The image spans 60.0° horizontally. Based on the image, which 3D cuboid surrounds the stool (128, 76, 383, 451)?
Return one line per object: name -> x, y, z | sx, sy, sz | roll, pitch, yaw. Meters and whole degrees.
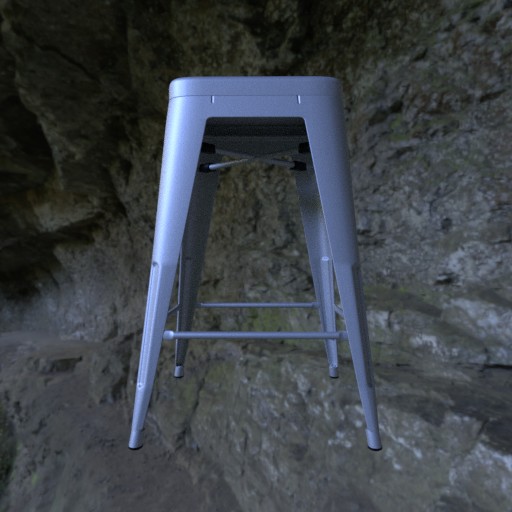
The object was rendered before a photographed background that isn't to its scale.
stool -> 0.000, 0.000, 0.895 | 0.406, 0.610, 0.406 | 0, 1, 0
